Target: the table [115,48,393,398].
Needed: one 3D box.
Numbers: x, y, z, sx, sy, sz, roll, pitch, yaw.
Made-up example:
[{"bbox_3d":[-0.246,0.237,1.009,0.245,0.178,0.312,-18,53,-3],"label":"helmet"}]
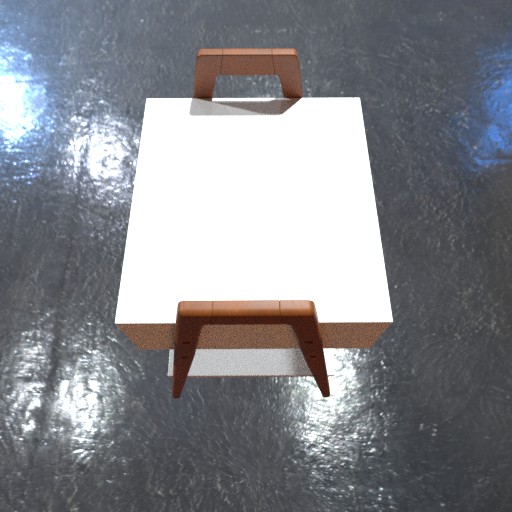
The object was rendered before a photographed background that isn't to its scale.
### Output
[{"bbox_3d":[0.000,0.000,0.889,0.405,0.610,0.457,0,64,0],"label":"table"}]
